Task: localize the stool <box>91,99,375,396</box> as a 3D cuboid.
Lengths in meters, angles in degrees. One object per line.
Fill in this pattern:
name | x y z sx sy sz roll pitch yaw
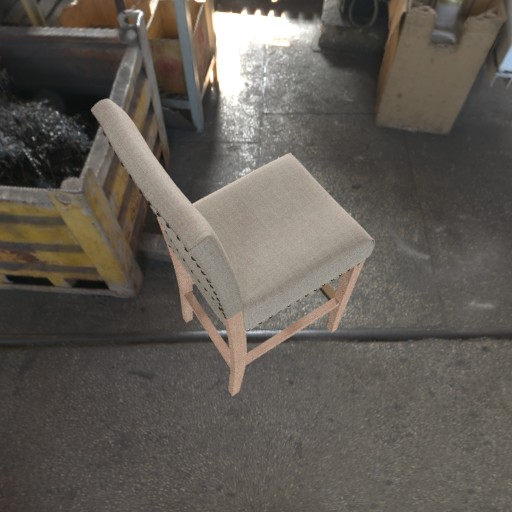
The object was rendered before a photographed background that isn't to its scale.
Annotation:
stool | 0.000 0.000 1.427 0.585 1.173 0.445 -30 64 -17
